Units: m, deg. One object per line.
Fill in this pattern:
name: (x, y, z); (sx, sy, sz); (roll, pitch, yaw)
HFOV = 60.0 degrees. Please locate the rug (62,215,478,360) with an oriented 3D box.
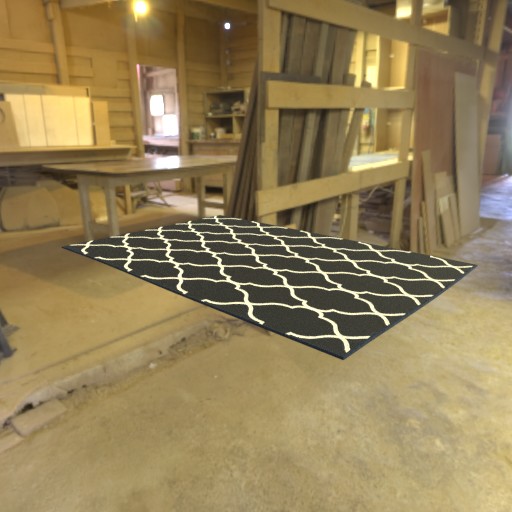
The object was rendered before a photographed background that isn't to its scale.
rug: (0.000, 0.000, 2.893); (2.294, 0.014, 1.528); (15, 22, 40)
